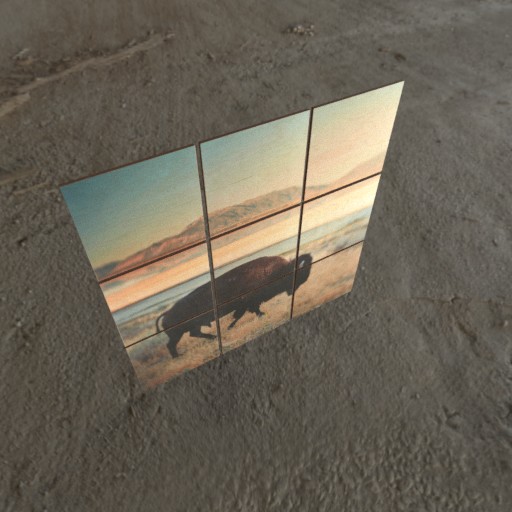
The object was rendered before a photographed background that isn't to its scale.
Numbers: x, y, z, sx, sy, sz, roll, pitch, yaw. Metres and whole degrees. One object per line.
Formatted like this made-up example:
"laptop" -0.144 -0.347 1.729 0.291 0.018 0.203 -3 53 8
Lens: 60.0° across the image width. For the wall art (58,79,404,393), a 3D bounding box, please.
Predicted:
"wall art" 0.000 0.000 1.841 1.221 1.218 0.019 -23 51 -20
